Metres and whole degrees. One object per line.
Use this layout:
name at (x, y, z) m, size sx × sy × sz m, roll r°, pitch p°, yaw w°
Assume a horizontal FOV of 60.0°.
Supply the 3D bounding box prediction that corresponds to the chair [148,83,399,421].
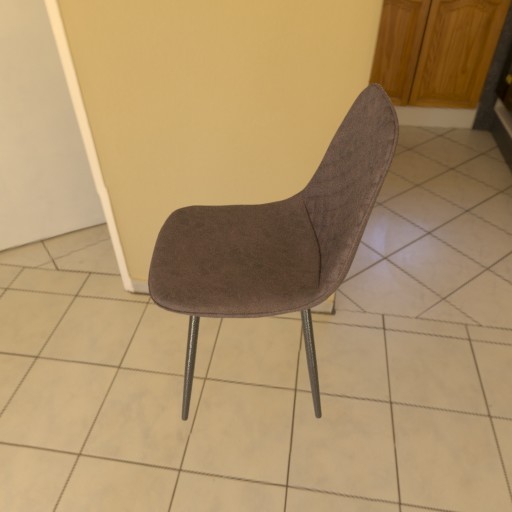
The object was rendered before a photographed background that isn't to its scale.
chair at (0.000, 0.000, 1.213) m, size 0.561 × 0.889 × 0.472 m, roll -1°, pitch 41°, yaw -1°
